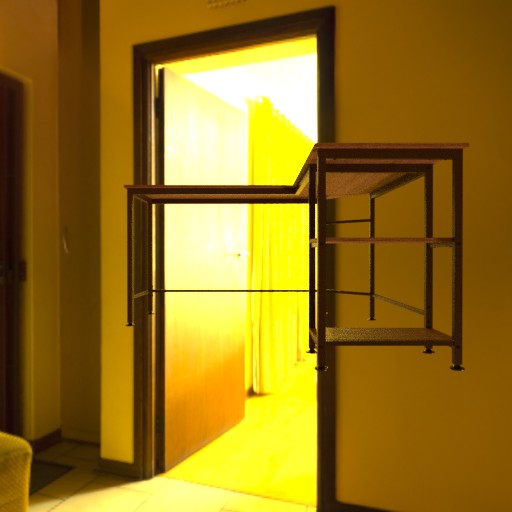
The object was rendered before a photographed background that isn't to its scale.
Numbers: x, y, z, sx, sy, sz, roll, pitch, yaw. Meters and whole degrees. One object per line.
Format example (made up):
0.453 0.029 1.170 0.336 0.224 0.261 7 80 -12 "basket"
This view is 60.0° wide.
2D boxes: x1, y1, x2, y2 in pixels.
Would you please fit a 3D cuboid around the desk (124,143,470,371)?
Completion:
0.000 0.000 2.123 1.379 0.739 1.379 0 0 0 "desk"
